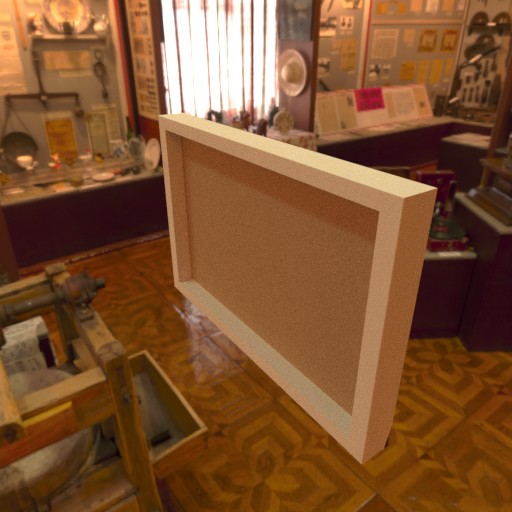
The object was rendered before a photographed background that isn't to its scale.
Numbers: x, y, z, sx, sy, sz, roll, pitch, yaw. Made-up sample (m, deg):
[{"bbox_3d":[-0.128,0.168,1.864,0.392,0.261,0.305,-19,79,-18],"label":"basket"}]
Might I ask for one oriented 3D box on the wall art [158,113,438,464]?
[{"bbox_3d":[0.000,0.000,0.493,0.039,0.254,0.384,-17,32,-30],"label":"wall art"}]
